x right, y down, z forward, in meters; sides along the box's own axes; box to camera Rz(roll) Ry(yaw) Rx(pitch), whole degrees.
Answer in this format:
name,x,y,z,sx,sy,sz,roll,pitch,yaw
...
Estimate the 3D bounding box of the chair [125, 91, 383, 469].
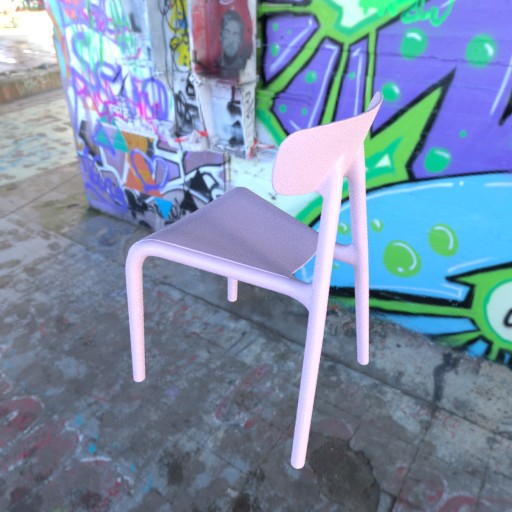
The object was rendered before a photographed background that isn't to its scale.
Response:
name,x,y,z,sx,sy,sz,roll,pitch,yaw
chair,0.000,0.000,0.823,0.401,0.580,0.356,20,37,28
